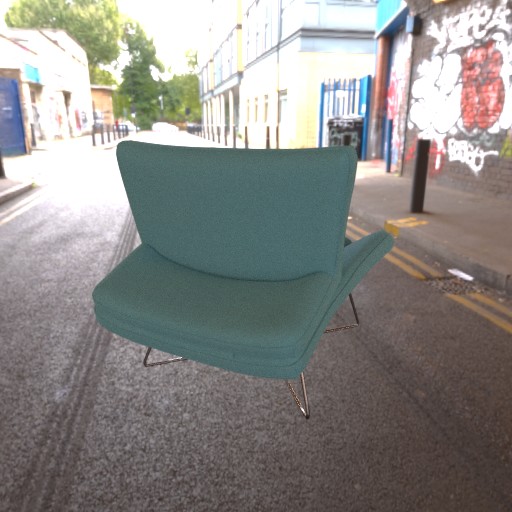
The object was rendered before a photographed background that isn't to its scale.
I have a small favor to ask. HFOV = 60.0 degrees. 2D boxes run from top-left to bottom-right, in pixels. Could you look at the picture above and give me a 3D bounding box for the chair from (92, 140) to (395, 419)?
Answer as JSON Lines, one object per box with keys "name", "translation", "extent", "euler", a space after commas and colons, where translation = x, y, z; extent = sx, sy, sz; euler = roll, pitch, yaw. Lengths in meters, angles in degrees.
{"name": "chair", "translation": [0.000, 0.000, 1.689], "extent": [0.859, 0.855, 1.008], "euler": [9, 19, 27]}
